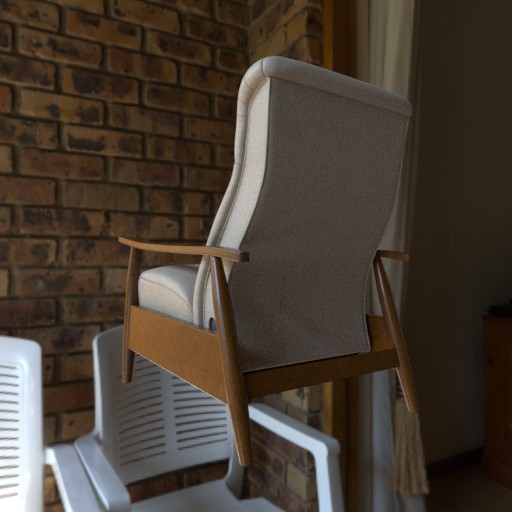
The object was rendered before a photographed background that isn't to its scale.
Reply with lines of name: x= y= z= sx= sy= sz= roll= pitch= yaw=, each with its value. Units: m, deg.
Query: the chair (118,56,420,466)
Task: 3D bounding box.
chair: x=0.000 y=0.000 z=1.731 sx=0.762 sy=1.082 sz=1.030 roll=0 pitch=-1 yaw=-35
